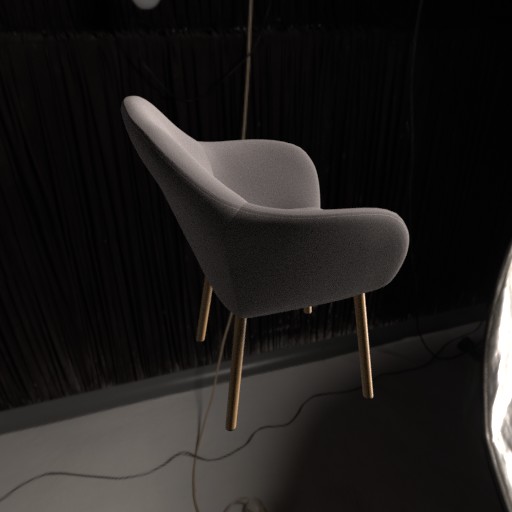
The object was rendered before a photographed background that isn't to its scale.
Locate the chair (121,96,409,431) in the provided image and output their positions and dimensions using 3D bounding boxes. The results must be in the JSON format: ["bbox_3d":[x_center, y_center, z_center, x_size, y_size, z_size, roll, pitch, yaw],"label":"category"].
[{"bbox_3d":[0.000,0.000,1.211,0.590,0.830,0.570,-10,32,-16],"label":"chair"}]
